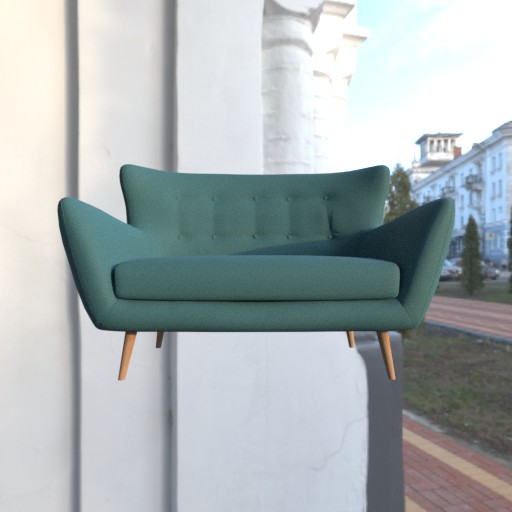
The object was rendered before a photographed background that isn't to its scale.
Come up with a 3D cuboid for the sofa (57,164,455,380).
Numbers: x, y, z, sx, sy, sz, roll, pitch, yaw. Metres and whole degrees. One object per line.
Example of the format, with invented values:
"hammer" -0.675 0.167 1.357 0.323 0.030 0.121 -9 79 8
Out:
"sofa" 0.000 0.000 1.927 1.397 0.889 0.889 0 0 -1
